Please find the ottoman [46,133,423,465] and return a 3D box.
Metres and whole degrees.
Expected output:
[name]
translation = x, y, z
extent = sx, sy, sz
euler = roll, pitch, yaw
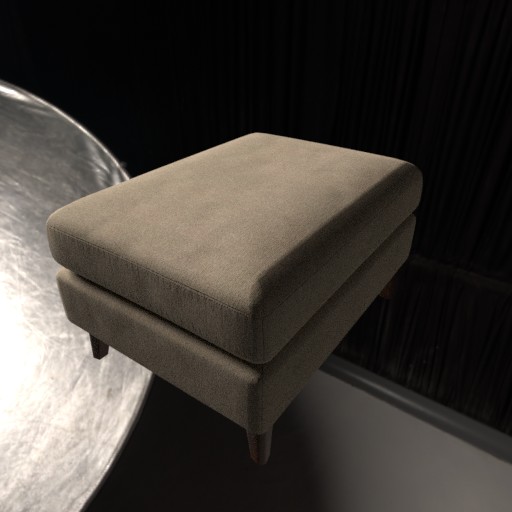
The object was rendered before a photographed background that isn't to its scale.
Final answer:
[ottoman]
translation = 0.000, 0.000, 1.205
extent = 0.610, 0.478, 0.823
euler = 20, 36, 30
